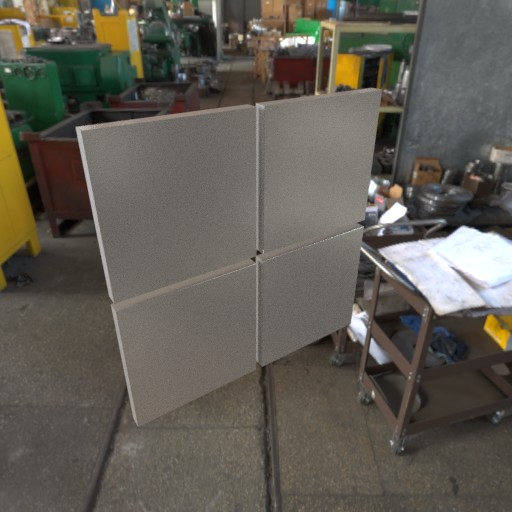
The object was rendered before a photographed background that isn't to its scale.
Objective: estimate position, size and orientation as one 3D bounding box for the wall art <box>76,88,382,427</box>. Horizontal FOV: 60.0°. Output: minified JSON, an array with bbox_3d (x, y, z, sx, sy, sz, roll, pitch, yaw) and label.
[{"bbox_3d":[0.000,0.000,0.931,0.611,0.611,0.029,-18,34,-29],"label":"wall art"}]
